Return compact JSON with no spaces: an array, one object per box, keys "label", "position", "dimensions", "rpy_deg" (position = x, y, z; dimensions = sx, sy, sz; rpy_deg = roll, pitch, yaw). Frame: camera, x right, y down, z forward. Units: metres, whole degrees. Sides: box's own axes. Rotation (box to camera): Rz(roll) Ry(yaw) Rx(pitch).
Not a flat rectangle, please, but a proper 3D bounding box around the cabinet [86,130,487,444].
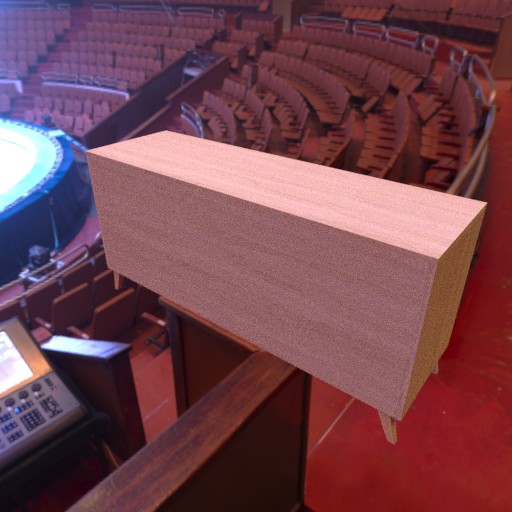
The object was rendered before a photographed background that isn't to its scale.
[{"label":"cabinet","position":[0.000,0.000,2.003],"dimensions":[1.649,0.780,0.500],"rpy_deg":[21,36,33]}]
